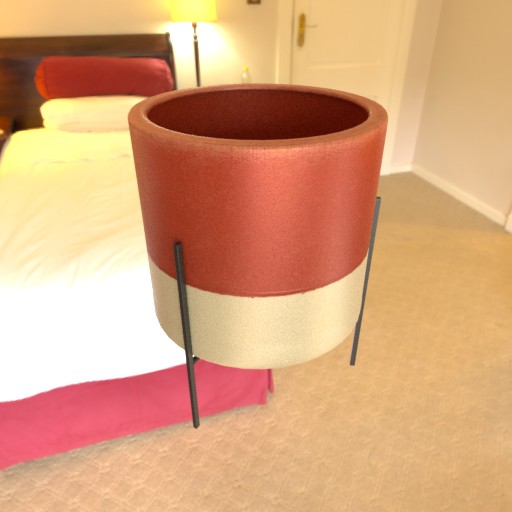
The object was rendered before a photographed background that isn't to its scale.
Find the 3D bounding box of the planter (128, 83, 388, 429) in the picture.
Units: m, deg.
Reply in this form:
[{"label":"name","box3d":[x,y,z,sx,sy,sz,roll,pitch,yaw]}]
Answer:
[{"label":"planter","box3d":[0.000,0.000,0.713,0.345,0.465,0.354,19,36,28]}]
